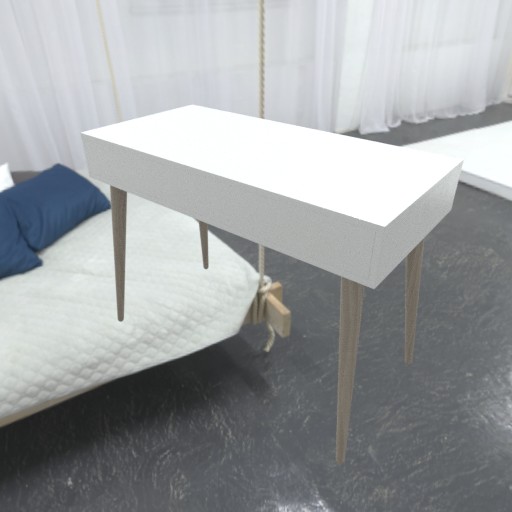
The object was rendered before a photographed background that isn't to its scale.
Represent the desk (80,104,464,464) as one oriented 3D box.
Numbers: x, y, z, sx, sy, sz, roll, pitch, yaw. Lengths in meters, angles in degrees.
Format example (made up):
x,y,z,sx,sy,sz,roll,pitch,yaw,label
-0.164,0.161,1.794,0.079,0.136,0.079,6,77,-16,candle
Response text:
x,y,z,sx,sy,sz,roll,pitch,yaw,label
0.000,0.000,1.420,0.979,0.723,0.491,23,38,32,desk
